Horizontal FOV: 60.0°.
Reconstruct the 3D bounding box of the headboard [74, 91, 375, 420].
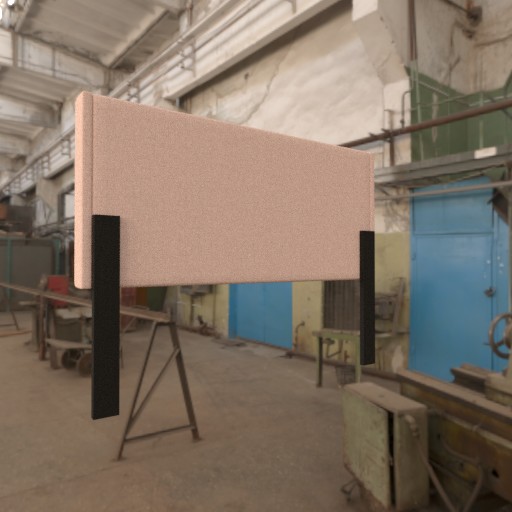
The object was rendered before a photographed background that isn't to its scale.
[{"bbox_3d":[0.000,0.000,2.685,2.051,1.524,0.184,1,-1,-35],"label":"headboard"}]
